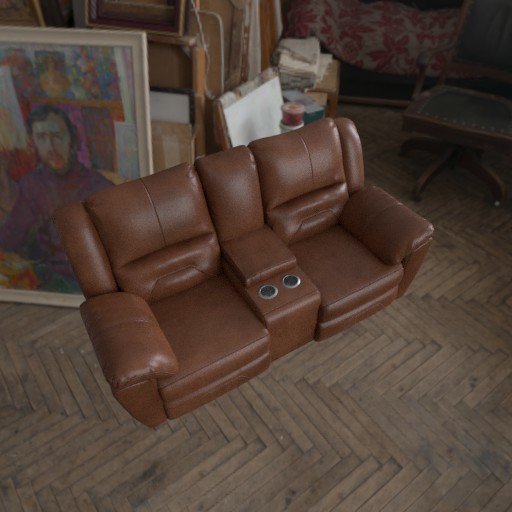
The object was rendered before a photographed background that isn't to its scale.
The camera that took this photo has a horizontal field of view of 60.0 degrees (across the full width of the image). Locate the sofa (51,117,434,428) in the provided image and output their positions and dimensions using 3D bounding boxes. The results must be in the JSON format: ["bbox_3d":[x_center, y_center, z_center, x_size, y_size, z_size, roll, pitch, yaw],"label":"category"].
[{"bbox_3d":[0.000,0.000,2.675,2.058,1.043,0.991,-23,50,-20],"label":"sofa"}]
